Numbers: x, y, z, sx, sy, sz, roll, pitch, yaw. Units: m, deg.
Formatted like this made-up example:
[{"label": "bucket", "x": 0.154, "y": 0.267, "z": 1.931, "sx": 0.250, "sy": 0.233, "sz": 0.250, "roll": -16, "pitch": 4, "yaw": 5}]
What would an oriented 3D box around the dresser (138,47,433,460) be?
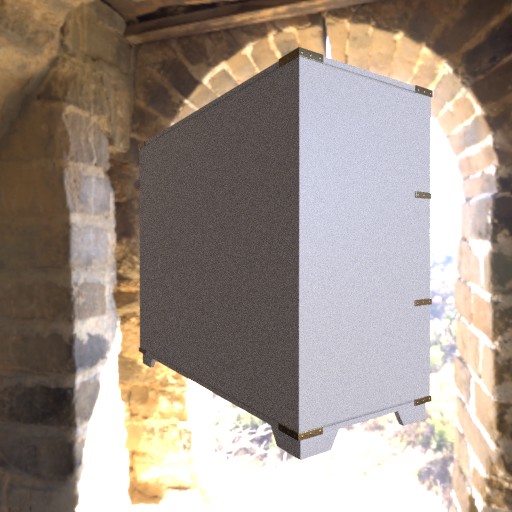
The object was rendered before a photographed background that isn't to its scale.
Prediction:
[{"label": "dresser", "x": 0.000, "y": 0.000, "z": 1.489, "sx": 0.460, "sy": 0.891, "sz": 1.022, "roll": 0, "pitch": 1, "yaw": -33}]
